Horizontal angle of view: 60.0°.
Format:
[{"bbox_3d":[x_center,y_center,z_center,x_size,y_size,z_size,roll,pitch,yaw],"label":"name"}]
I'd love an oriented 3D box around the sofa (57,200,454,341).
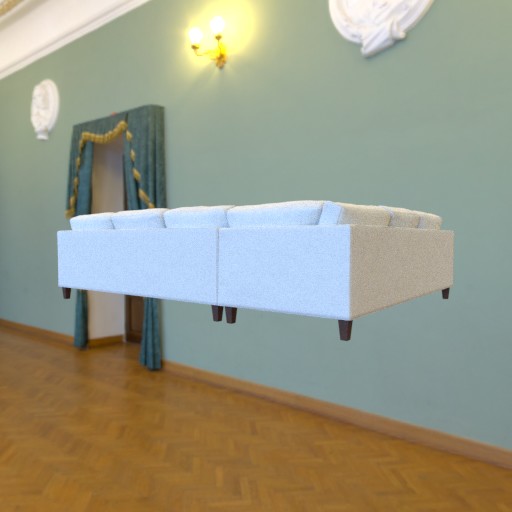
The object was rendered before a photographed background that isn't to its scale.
[{"bbox_3d":[0.000,0.000,4.455,3.182,0.863,2.432,2,3,37],"label":"sofa"}]
